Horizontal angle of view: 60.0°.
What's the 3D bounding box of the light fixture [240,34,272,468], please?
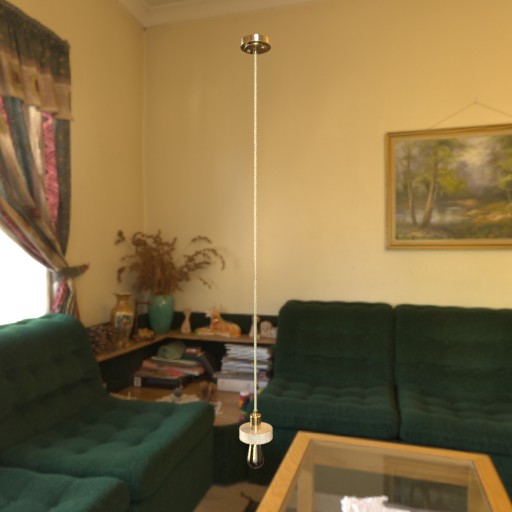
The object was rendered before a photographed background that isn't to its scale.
[{"bbox_3d":[0.000,0.000,1.735,0.129,1.669,0.129,0,1,0],"label":"light fixture"}]
